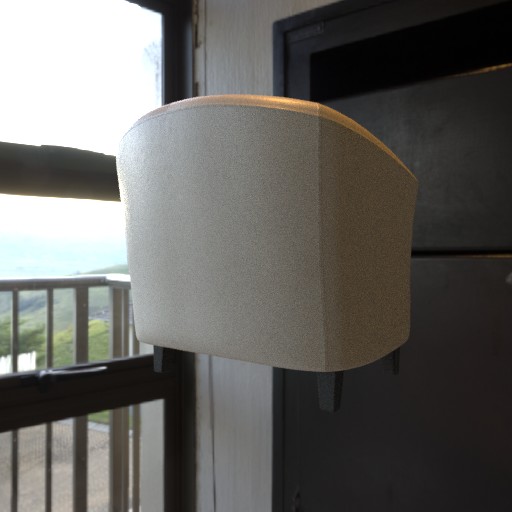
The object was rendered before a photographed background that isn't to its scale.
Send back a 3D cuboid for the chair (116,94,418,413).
[{"bbox_3d":[0.000,0.000,1.359,0.792,0.756,0.727,0,0,37],"label":"chair"}]
